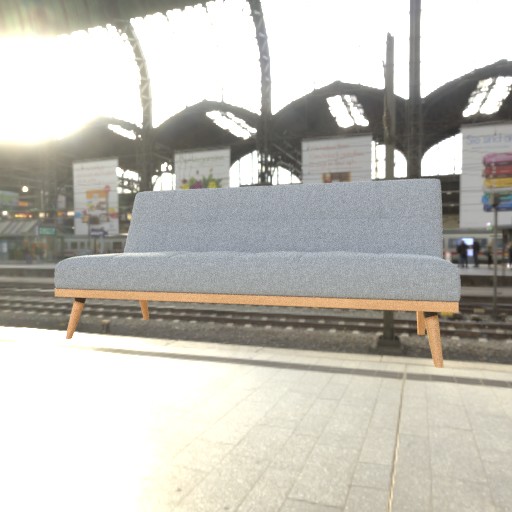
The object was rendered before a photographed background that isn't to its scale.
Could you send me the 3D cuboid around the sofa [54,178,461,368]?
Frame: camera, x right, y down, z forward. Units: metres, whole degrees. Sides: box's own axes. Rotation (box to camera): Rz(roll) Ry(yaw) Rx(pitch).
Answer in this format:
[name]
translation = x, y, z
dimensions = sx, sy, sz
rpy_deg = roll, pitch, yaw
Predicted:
[sofa]
translation = 0.000, 0.000, 2.246
dimensions = 1.820, 0.800, 0.800
rpy_deg = 0, 1, 18
